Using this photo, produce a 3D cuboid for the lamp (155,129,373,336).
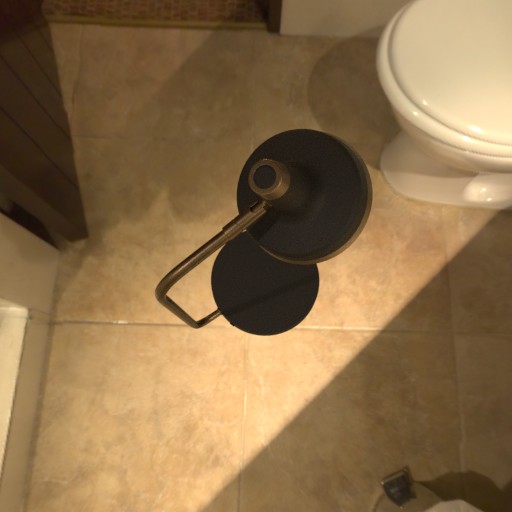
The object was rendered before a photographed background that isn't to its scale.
[{"bbox_3d":[0.000,0.000,0.483,0.218,0.385,0.162,-34,78,-8],"label":"lamp"}]
